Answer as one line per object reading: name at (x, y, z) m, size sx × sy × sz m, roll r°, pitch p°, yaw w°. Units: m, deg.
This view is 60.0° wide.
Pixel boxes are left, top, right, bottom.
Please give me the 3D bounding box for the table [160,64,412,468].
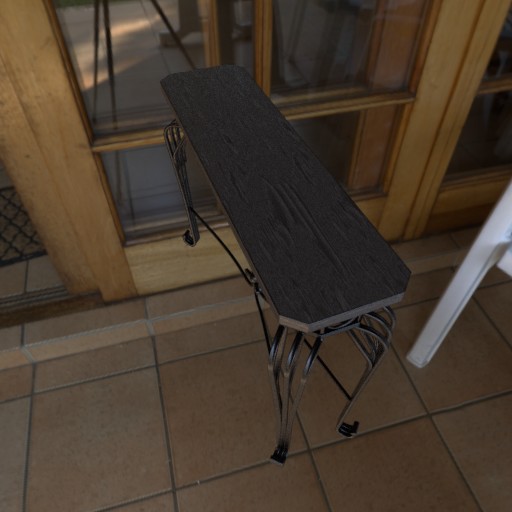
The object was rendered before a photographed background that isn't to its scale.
table at (0.000, 0.000, 1.473) m, size 0.329 × 0.800 × 1.112 m, roll -16°, pitch 50°, yaw -14°
